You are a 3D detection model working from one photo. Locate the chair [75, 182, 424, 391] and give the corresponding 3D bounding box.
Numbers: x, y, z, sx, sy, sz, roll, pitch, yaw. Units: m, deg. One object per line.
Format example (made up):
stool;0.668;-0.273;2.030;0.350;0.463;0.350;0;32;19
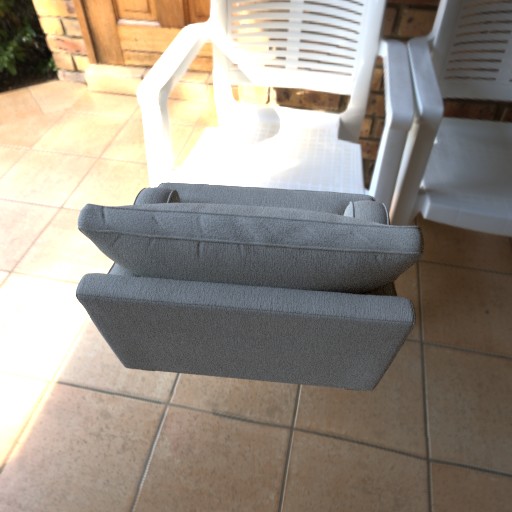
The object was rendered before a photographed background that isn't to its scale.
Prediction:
chair;0.000;0.000;2.075;1.220;1.016;1.041;4;48;4
